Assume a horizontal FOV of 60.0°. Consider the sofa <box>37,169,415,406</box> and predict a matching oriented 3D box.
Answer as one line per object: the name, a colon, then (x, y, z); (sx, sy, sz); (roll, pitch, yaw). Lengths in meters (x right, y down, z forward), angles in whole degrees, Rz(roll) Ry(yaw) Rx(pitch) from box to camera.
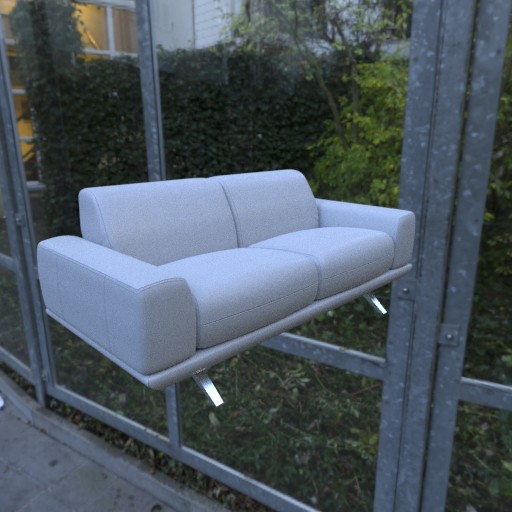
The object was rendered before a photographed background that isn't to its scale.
sofa: (0.000, 0.000, 2.338); (0.900, 0.772, 1.901); (15, 22, 43)
